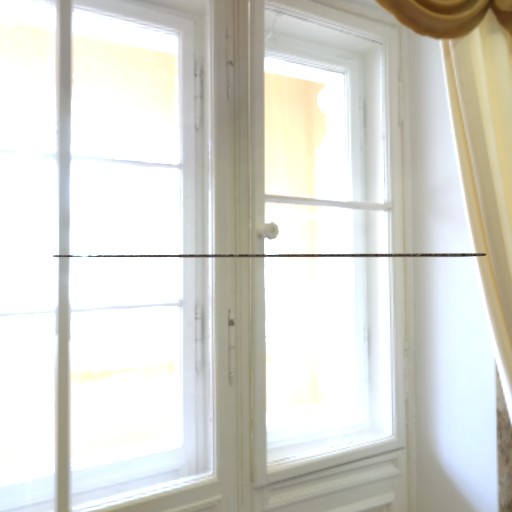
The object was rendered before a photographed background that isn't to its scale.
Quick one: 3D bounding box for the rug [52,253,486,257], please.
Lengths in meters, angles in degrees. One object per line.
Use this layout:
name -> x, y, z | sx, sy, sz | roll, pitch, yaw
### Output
rug -> 0.000, 0.000, 2.575 | 2.305, 0.013, 0.719 | 0, -1, 18
